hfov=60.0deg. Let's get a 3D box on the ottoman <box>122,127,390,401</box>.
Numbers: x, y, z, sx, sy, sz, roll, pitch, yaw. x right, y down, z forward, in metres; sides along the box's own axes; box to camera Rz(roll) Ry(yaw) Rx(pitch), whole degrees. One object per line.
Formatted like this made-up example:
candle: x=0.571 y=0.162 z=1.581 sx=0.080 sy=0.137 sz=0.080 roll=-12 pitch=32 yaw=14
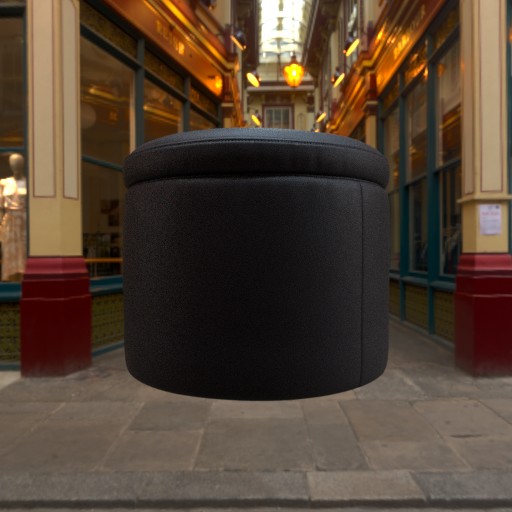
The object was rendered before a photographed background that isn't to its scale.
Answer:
ottoman: x=0.000 y=0.000 z=0.869 sx=0.501 sy=0.409 sz=0.501 roll=0 pitch=1 yaw=0
